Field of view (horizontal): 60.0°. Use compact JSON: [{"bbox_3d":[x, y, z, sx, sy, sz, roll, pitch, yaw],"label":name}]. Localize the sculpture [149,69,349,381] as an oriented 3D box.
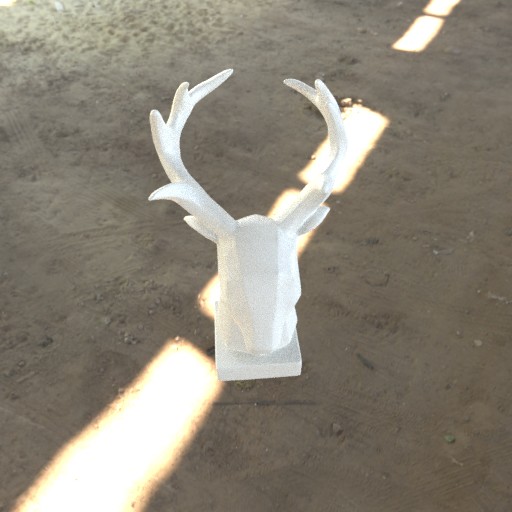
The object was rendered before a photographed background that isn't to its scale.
[{"bbox_3d":[0.000,0.000,0.462,0.174,0.329,0.224,-3,47,-3],"label":"sculpture"}]
